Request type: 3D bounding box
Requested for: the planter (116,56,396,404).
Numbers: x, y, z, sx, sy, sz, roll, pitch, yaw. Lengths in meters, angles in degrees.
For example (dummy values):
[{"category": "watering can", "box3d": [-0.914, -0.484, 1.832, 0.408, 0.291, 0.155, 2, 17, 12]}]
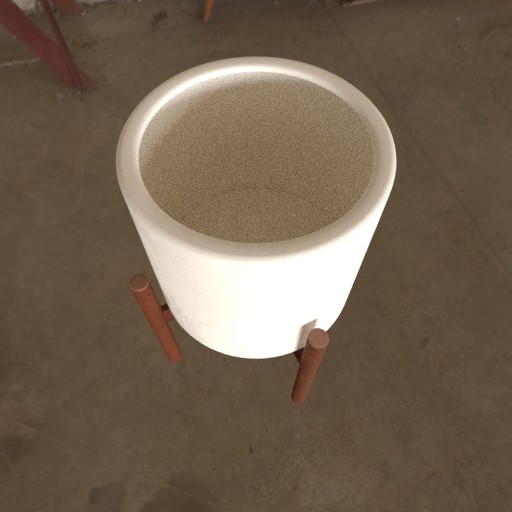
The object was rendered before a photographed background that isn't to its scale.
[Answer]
[{"category": "planter", "box3d": [0.000, 0.000, 0.508, 0.224, 0.358, 0.224, 16, 60, 9]}]
